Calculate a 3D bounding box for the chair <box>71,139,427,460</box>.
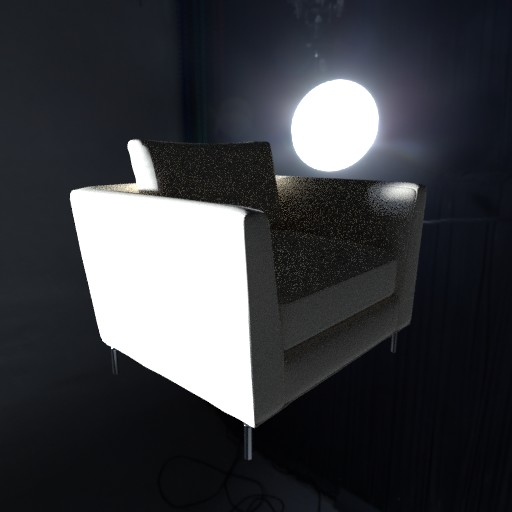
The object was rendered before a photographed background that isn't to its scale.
[{"bbox_3d":[0.000,0.000,1.699,0.889,0.865,1.041,13,19,41],"label":"chair"}]
